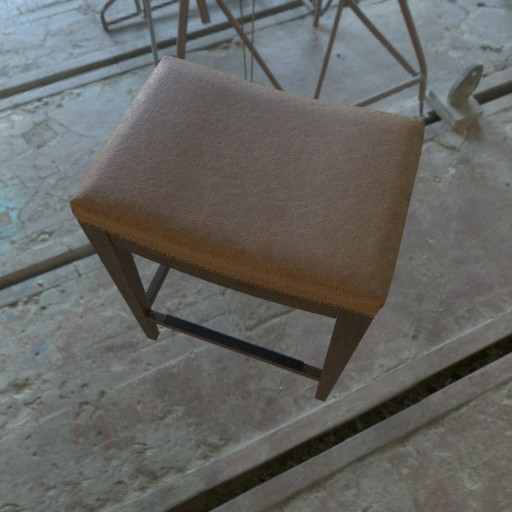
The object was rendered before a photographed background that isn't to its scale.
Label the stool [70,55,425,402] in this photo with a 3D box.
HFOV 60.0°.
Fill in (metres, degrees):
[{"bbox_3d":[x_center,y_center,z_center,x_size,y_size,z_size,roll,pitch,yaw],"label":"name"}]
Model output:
[{"bbox_3d":[0.000,0.000,0.955,0.500,0.660,0.361,18,65,9],"label":"stool"}]
